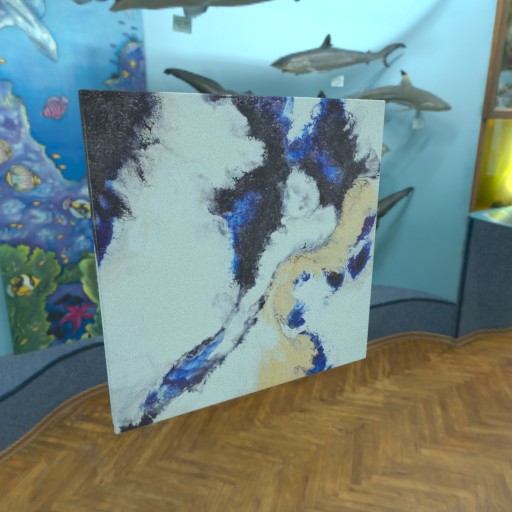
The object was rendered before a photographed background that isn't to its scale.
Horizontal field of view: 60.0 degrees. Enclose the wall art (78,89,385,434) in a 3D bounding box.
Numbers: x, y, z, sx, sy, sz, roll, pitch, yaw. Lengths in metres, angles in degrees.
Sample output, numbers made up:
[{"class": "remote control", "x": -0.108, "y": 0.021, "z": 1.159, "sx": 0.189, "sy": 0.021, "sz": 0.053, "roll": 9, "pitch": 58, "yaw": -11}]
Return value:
[{"class": "wall art", "x": 0.000, "y": 0.000, "z": 1.301, "sx": 0.887, "sy": 0.885, "sz": 0.038, "roll": -8, "pitch": 18, "yaw": -27}]
